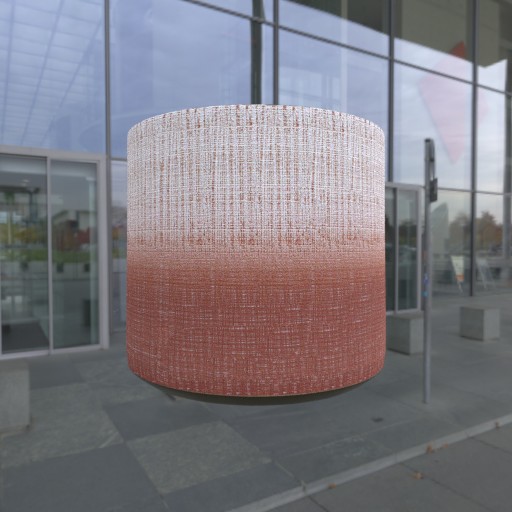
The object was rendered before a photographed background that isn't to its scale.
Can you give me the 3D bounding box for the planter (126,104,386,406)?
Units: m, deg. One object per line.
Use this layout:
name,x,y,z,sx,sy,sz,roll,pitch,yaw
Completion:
planter,0.000,0.000,0.391,0.221,0.201,0.221,0,2,0
